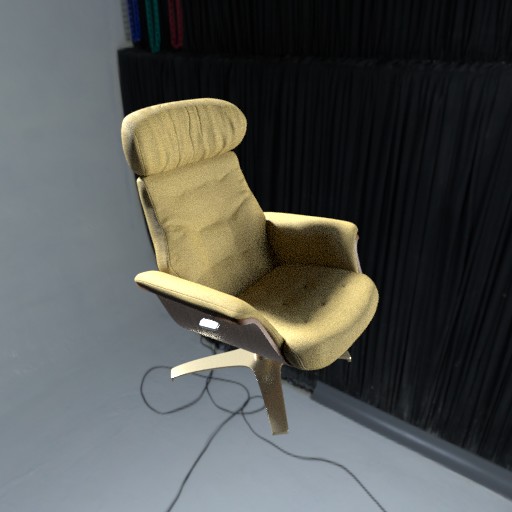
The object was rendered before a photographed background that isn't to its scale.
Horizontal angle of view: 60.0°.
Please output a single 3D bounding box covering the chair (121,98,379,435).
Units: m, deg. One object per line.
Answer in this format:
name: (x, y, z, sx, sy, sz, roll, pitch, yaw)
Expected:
chair: (0.000, 0.000, 1.589, 0.837, 0.995, 0.785, 19, 32, 32)
